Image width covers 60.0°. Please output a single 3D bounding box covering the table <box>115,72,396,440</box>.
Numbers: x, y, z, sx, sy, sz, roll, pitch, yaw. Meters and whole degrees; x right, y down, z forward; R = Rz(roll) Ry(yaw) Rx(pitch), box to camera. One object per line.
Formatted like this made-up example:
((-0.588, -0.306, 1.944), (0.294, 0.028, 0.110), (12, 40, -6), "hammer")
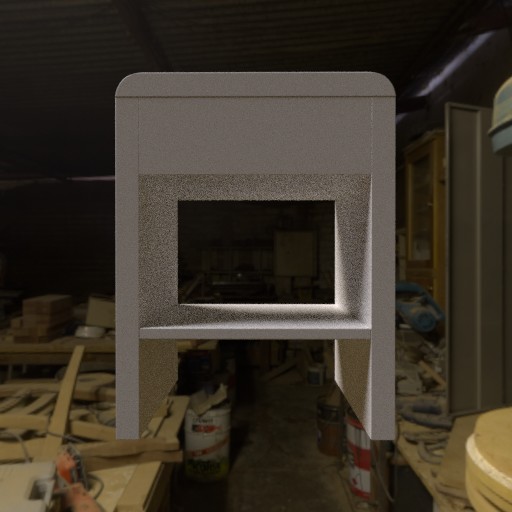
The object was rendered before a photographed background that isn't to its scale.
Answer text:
((0.000, 0.000, 0.886), (0.450, 0.590, 0.350), (0, 0, 0), "table")
